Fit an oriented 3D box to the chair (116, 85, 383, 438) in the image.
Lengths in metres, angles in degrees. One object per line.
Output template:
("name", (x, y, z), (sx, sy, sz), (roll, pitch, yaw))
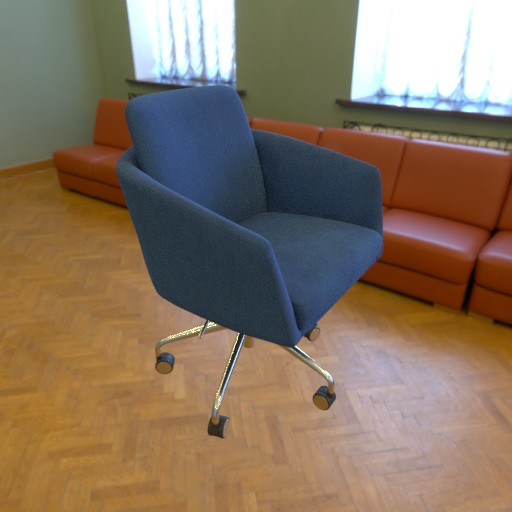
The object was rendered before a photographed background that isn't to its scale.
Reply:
("chair", (0.000, 0.000, 1.334), (0.635, 0.908, 0.641), (18, 32, 31))
